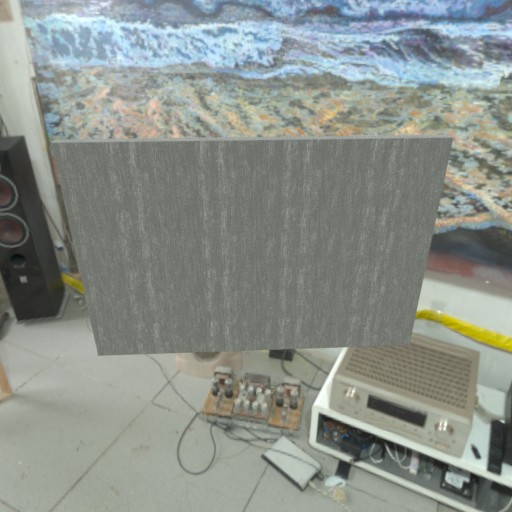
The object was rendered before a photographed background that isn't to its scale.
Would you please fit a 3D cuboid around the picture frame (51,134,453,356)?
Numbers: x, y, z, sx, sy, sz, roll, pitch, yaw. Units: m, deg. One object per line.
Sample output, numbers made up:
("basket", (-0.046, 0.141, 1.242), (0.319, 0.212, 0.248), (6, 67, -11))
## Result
("picture frame", (0.000, 0.000, 1.212), (0.950, 0.640, 0.029), (-1, 29, -3))
